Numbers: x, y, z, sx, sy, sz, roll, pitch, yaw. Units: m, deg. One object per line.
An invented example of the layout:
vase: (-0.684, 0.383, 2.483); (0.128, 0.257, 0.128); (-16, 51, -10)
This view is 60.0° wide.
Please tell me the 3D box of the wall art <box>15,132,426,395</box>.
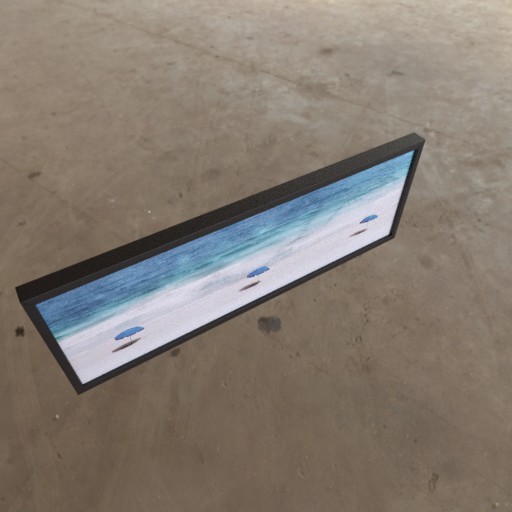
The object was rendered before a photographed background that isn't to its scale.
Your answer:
wall art: (0.000, 0.000, 0.945); (0.860, 0.303, 0.037); (-24, 51, -21)
